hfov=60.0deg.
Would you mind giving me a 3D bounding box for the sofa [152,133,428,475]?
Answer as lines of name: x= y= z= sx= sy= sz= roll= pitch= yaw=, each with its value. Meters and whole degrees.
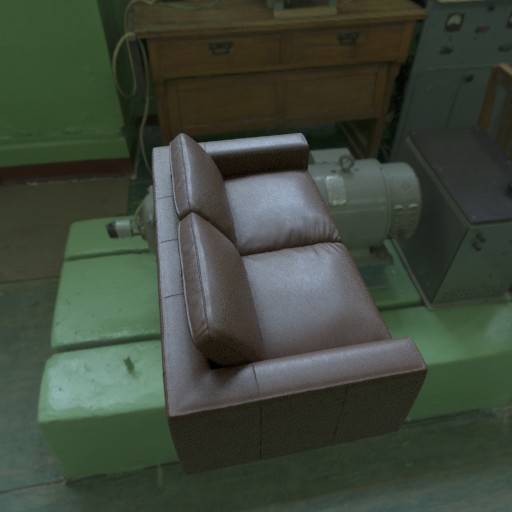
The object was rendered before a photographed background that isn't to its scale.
sofa: x=0.000 y=0.000 z=2.463 sx=1.070 sy=0.800 sz=1.920 roll=-8 pitch=45 yaw=-8
